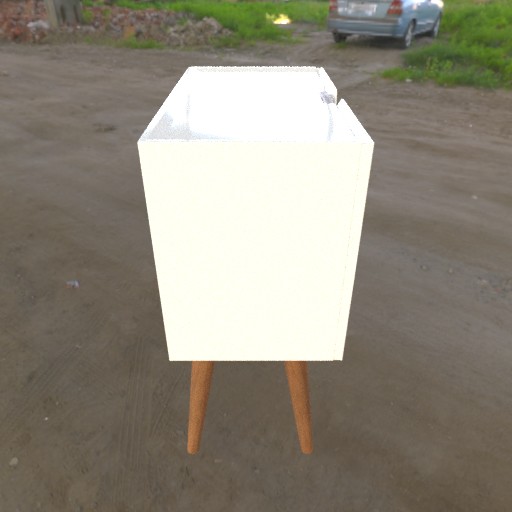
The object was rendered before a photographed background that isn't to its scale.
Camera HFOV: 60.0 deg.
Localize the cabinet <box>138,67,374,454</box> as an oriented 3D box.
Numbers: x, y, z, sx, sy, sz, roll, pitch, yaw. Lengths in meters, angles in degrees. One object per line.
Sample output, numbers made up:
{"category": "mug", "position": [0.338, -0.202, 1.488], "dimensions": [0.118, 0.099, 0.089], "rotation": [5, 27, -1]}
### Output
{"category": "cabinet", "position": [0.000, 0.000, 1.096], "dimensions": [0.344, 0.772, 0.591], "rotation": [0, 33, 0]}
